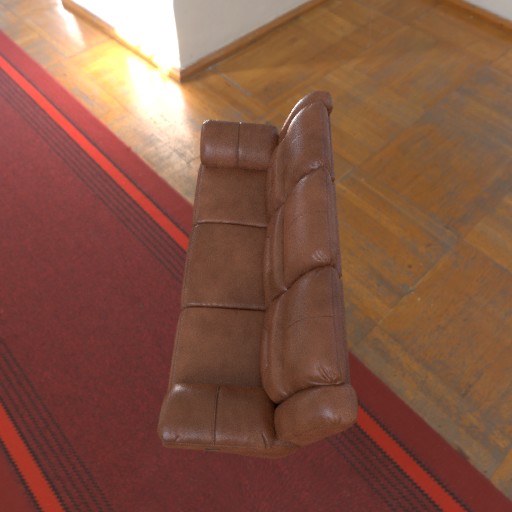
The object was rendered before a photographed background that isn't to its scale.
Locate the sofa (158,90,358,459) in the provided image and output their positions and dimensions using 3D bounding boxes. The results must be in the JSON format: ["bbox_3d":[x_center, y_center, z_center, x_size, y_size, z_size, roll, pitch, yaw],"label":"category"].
[{"bbox_3d":[0.000,0.000,2.878,0.991,1.043,2.337,2,58,1],"label":"sofa"}]
